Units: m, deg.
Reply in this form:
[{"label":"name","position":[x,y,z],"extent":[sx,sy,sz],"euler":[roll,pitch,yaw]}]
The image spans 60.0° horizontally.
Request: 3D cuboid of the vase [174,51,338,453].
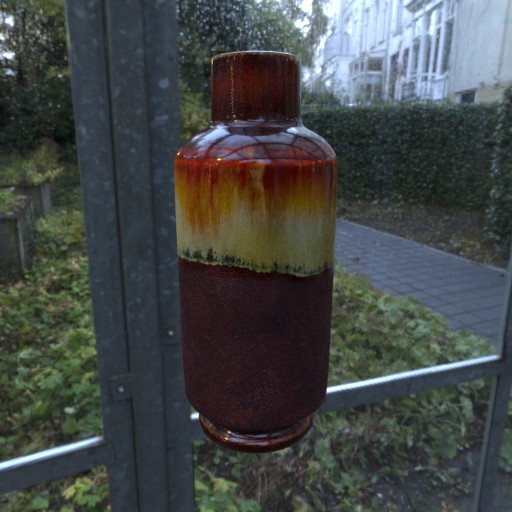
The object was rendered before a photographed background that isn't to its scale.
[{"label":"vase","position":[0.000,0.000,0.317],"extent":[0.111,0.261,0.111],"euler":[0,15,0]}]
